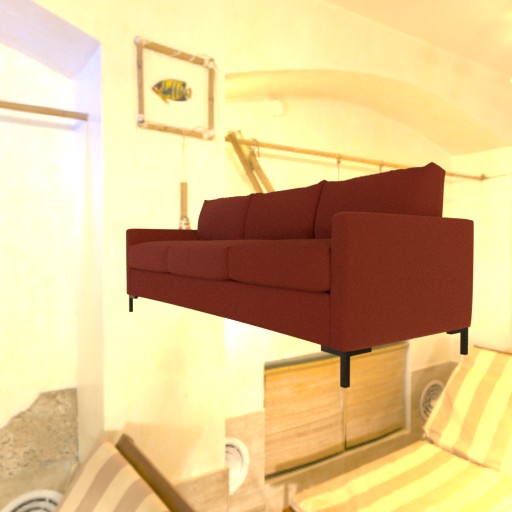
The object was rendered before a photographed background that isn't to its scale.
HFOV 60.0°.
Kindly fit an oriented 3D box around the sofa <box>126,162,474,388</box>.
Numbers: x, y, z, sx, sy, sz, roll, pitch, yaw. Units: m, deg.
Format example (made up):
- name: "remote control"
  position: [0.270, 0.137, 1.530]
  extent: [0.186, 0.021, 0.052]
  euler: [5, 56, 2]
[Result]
- name: "sofa"
  position: [0.000, 0.000, 2.674]
  extent: [0.875, 0.879, 2.252]
  euler: [-1, 2, -36]
